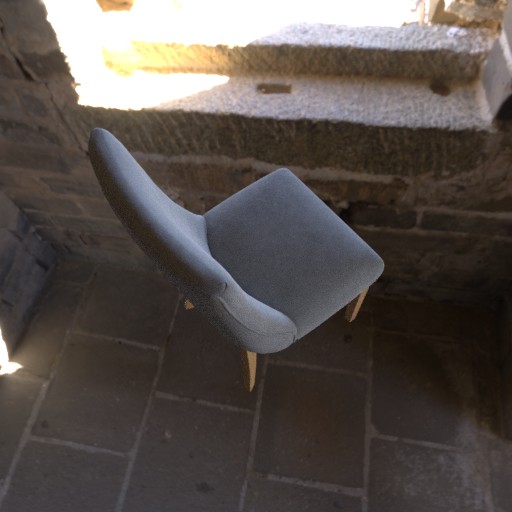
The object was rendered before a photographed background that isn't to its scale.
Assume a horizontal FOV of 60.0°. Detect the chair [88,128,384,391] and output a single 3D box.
[{"bbox_3d":[0.000,0.000,1.270,0.610,0.902,0.495,-33,64,-18],"label":"chair"}]
